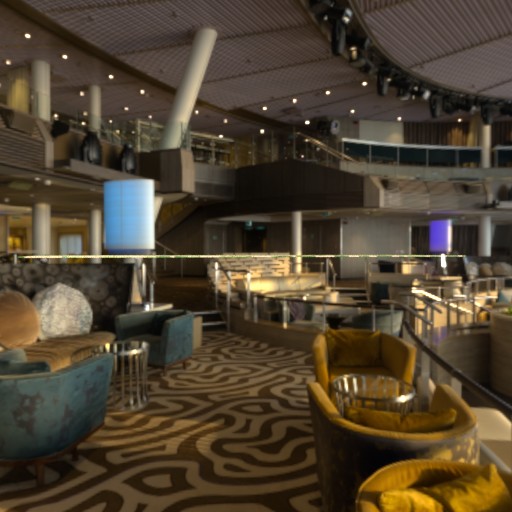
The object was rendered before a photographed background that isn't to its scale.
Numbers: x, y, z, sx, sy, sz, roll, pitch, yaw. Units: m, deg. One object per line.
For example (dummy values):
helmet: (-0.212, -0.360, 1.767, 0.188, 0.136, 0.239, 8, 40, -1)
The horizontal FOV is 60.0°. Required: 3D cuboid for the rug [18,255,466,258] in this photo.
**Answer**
rug: (0.000, 0.000, 2.672, 2.438, 0.006, 0.761, 0, 0, -18)
